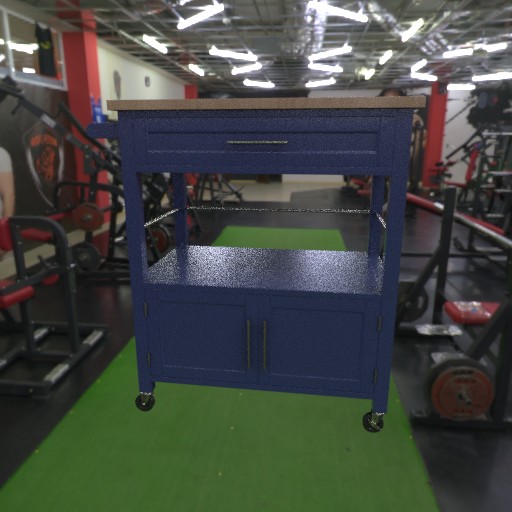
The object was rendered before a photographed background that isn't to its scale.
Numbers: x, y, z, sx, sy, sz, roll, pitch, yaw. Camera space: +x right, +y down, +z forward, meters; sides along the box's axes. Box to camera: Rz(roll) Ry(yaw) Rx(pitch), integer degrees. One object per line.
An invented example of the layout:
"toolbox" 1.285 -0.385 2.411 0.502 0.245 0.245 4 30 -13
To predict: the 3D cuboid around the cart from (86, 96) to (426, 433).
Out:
"cart" 0.000 0.000 1.390 0.840 0.901 0.459 2 15 8
